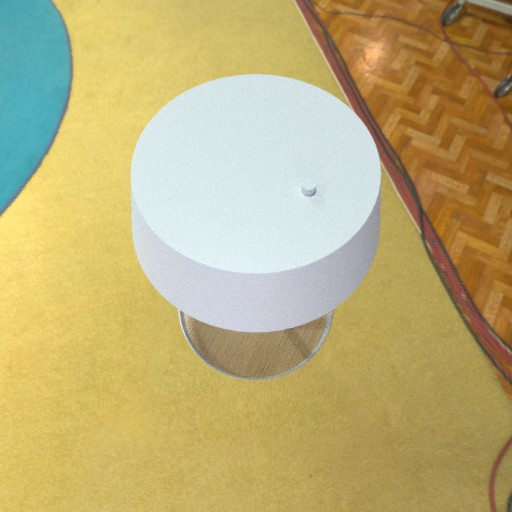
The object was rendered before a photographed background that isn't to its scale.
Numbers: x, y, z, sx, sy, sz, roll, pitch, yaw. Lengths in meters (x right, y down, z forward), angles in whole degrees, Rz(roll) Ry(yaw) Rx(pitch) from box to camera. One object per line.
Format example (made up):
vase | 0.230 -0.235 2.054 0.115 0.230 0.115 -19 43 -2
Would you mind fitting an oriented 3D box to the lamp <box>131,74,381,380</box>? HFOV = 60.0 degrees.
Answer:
lamp | 0.000 0.000 0.621 0.291 0.429 0.291 0 63 0
